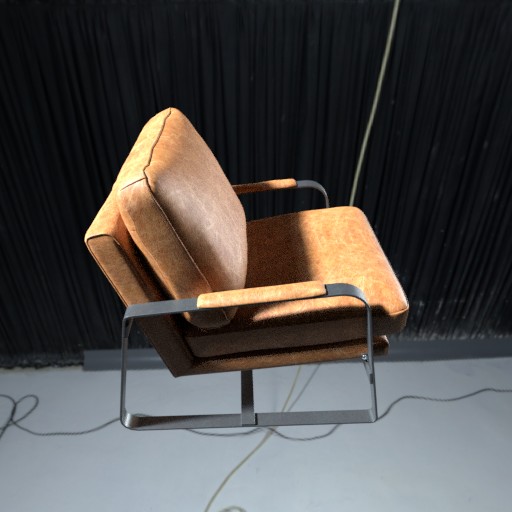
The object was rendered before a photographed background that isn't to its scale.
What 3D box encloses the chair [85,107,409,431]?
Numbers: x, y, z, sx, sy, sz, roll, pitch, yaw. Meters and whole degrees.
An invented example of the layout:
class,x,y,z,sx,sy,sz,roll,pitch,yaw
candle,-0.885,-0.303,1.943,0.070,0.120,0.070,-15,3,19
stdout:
class,x,y,z,sx,sy,sz,roll,pitch,yaw
chair,0.000,0.000,1.357,0.801,0.777,0.651,-1,34,-2
